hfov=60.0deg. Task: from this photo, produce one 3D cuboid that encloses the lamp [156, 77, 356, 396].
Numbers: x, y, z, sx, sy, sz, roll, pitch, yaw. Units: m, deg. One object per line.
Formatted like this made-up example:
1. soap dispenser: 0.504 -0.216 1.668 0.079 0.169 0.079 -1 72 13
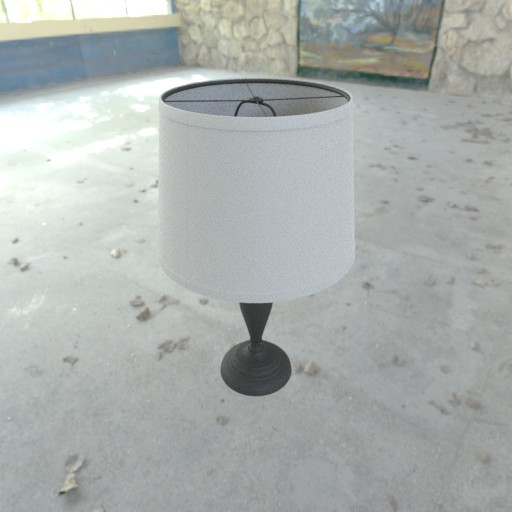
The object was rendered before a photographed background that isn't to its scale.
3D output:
1. lamp: 0.000 0.000 0.716 0.310 0.501 0.310 0 31 0
